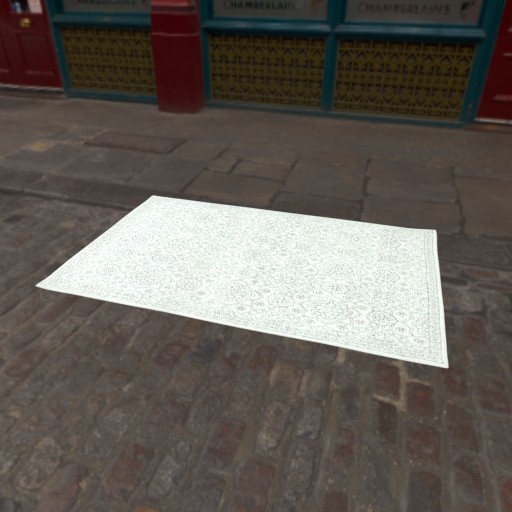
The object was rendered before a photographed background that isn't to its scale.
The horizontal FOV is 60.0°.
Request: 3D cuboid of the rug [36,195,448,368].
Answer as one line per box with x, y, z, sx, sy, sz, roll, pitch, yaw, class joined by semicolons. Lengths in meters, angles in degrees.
0.000;0.000;3.086;2.434;0.023;1.518;9;32;15;rug
